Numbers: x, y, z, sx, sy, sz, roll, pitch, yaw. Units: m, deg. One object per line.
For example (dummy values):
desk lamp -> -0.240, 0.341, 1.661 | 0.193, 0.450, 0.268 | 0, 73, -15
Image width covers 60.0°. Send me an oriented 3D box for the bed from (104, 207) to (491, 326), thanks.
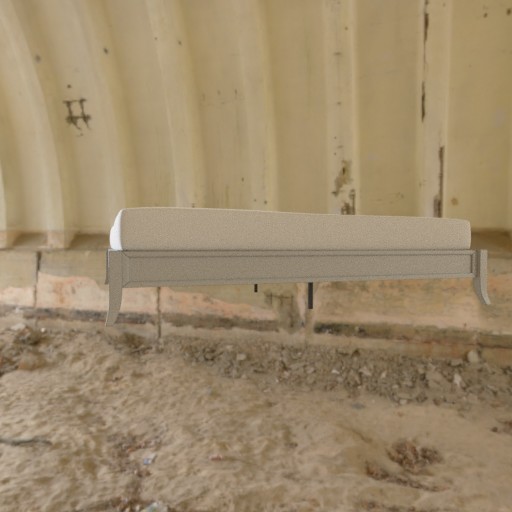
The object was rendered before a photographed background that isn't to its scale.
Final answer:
bed -> 0.000, 0.000, 3.098 | 2.007, 0.510, 2.108 | 0, 1, -19
